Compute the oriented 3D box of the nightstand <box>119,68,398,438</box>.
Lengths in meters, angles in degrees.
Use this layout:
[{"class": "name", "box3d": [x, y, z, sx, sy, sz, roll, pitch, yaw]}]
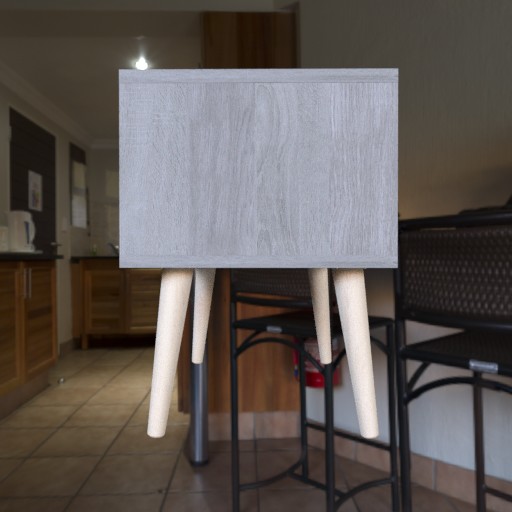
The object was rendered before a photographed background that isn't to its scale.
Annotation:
[{"class": "nightstand", "box3d": [0.000, 0.000, 0.815, 0.380, 0.500, 0.450, 0, 1, 0]}]
